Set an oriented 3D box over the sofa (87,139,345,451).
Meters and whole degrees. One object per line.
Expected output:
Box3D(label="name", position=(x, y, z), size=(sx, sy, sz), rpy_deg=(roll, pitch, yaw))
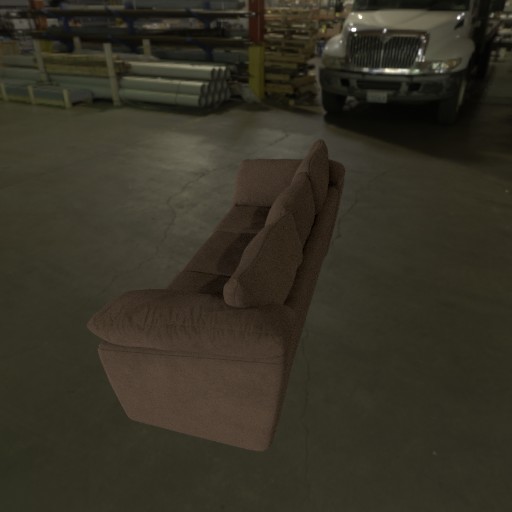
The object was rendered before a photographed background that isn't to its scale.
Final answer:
Box3D(label="sofa", position=(0.000, 0.000, 2.850), size=(0.878, 1.015, 2.336), rpy_deg=(8, 30, 14))
